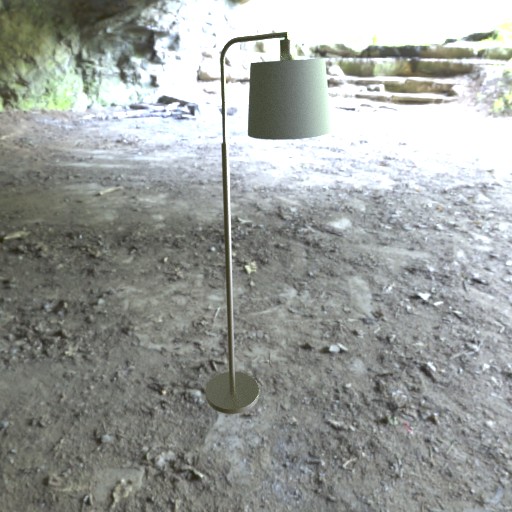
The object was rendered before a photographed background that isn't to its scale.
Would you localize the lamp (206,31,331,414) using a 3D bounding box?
[{"bbox_3d":[0.000,0.000,1.637,0.508,1.478,0.254,17,31,31],"label":"lamp"}]
